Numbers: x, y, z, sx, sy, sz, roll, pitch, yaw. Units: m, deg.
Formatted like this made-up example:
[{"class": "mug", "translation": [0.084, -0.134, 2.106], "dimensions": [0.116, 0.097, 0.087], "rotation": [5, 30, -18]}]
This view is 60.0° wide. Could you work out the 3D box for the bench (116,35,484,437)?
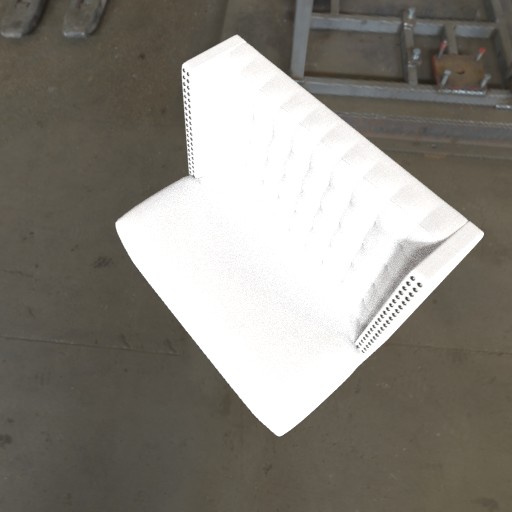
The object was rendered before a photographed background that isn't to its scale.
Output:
[{"class": "bench", "translation": [0.000, 0.000, 1.985], "dimensions": [0.847, 1.123, 1.280], "rotation": [-37, 68, -17]}]
